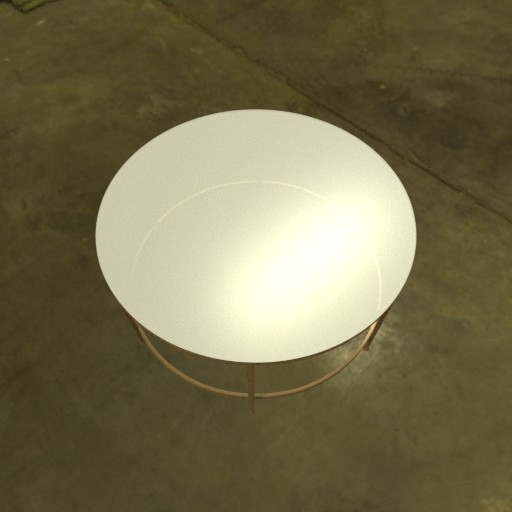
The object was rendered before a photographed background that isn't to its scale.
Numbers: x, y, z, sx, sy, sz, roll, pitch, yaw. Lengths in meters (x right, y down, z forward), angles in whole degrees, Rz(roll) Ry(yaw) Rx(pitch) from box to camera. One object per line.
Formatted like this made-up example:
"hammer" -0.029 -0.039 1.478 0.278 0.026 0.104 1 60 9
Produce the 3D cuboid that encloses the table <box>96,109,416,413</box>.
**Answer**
"table" 0.000 0.000 1.484 0.914 0.470 0.914 0 57 0
